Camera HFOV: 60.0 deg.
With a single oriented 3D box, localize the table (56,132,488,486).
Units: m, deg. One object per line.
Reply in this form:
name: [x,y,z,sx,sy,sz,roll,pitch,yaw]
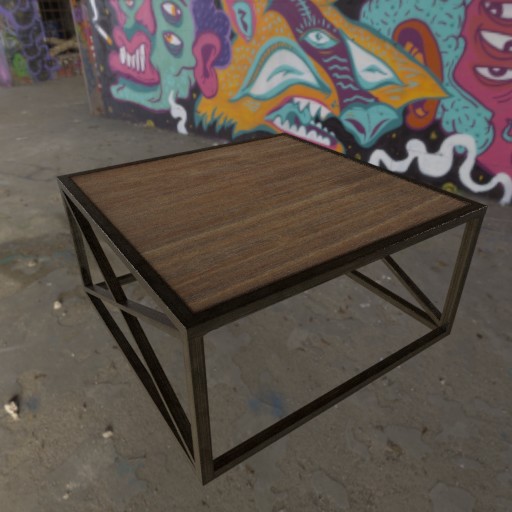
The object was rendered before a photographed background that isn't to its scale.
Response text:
table: [0.000,0.000,1.413,0.909,0.451,0.899,-19,36,-29]
